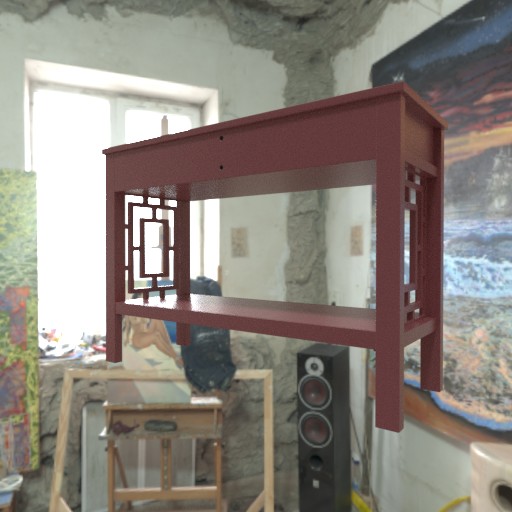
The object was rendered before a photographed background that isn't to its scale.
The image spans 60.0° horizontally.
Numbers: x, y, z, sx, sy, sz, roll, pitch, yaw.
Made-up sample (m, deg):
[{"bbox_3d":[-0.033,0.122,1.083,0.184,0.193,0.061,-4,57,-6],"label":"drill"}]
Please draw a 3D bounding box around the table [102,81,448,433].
[{"bbox_3d":[0.000,0.000,1.417,1.068,0.753,0.397,1,1,36],"label":"table"}]
